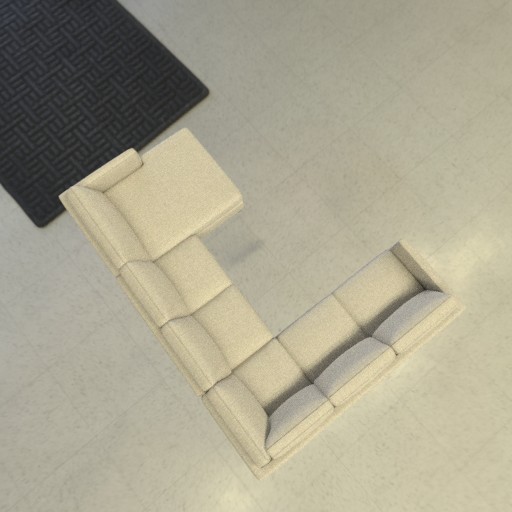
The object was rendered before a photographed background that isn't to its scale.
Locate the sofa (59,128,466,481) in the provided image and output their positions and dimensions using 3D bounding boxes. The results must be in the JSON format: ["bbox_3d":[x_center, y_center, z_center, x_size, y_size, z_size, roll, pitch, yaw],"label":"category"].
[{"bbox_3d":[0.000,0.000,4.611,2.551,0.889,3.403,-37,79,-9],"label":"sofa"}]
